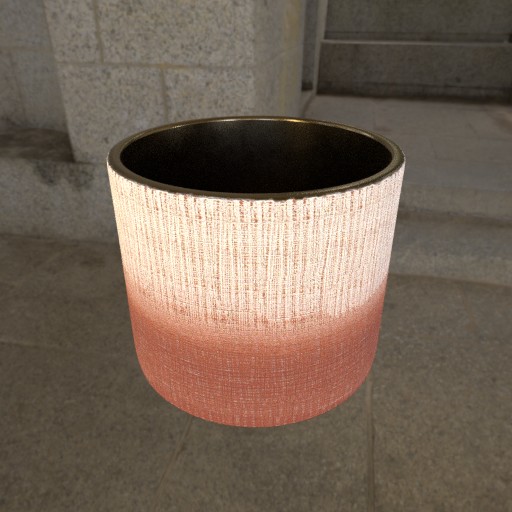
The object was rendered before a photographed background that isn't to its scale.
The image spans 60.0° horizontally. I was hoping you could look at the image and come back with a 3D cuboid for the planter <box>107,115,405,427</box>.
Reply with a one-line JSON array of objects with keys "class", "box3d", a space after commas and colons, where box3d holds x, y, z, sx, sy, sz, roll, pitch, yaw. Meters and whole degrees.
[{"class": "planter", "box3d": [0.000, 0.000, 0.437, 0.254, 0.221, 0.254, 0, 29, 0]}]
